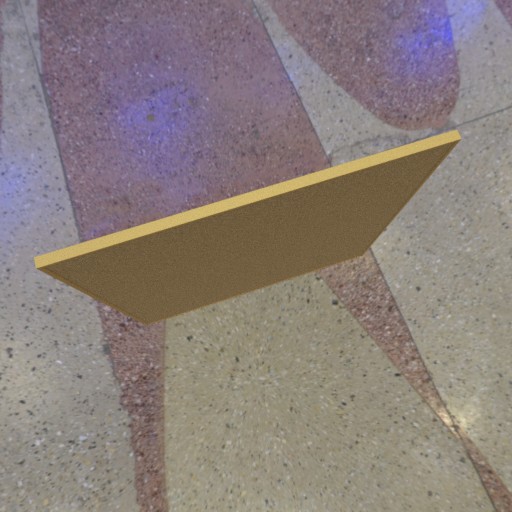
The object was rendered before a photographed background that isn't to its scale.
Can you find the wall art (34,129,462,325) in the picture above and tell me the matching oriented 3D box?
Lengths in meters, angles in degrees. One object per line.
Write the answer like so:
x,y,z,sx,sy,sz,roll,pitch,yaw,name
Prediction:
0.000,0.000,0.673,0.457,0.455,0.013,-18,75,-5,wall art
